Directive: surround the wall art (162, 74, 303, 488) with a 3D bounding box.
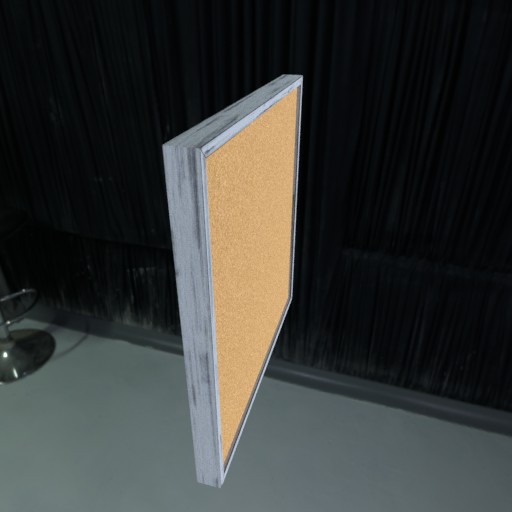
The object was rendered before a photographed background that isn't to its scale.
[{"bbox_3d":[0.000,0.000,0.744,0.038,0.506,0.506,8,30,14],"label":"wall art"}]
